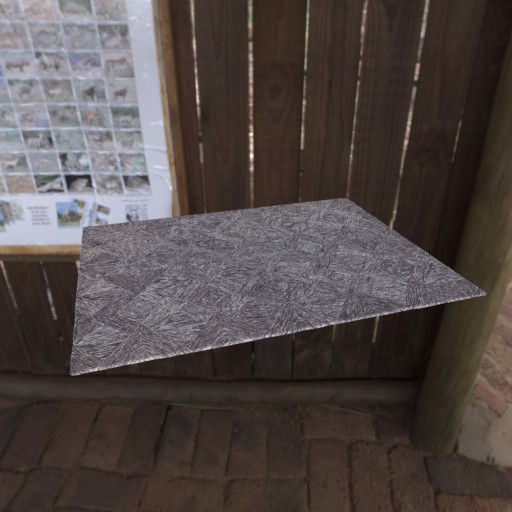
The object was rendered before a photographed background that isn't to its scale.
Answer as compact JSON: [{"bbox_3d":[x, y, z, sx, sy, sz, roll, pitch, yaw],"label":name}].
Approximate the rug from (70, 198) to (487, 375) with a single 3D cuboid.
[{"bbox_3d":[0.000,0.000,4.228,3.204,0.017,2.448,-8,28,-15],"label":"rug"}]
